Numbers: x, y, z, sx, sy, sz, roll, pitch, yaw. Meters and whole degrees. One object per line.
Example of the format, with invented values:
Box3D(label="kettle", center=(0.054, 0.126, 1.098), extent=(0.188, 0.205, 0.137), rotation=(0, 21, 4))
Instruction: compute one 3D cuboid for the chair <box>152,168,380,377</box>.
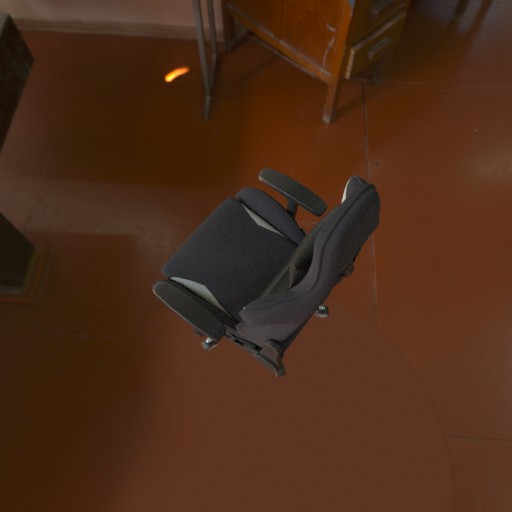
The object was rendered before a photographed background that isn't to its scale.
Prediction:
Box3D(label="chair", center=(0.000, 0.000, 1.725), extent=(0.695, 1.300, 0.730), rotation=(35, 70, 15))
